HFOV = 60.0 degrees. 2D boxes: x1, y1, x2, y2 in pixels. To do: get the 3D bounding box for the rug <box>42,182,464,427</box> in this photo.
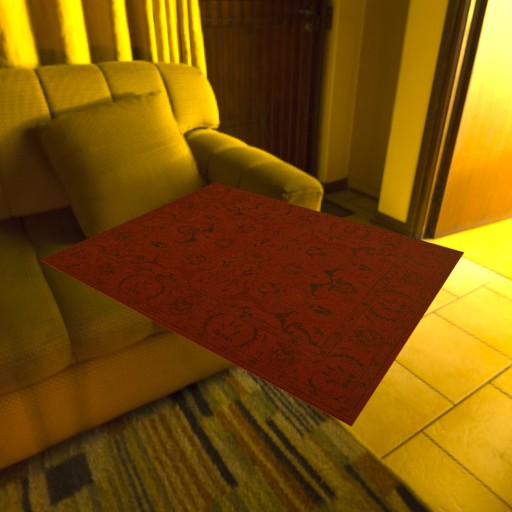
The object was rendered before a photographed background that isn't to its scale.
[{"bbox_3d":[0.000,0.000,3.895,2.929,0.012,2.300,20,36,31],"label":"rug"}]
